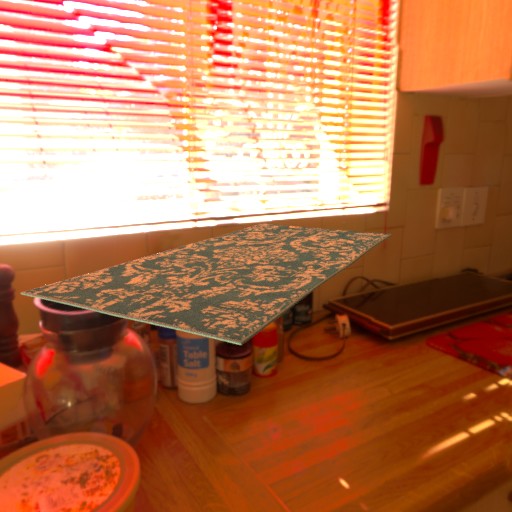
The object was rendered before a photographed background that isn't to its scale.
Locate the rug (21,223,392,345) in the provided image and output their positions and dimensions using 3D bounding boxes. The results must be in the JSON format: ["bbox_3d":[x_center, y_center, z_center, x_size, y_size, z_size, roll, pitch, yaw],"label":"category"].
[{"bbox_3d":[0.000,0.000,1.426,0.604,0.007,1.219,7,15,28],"label":"rug"}]
